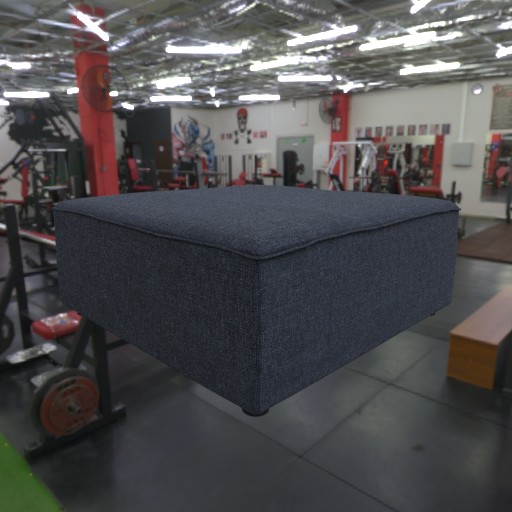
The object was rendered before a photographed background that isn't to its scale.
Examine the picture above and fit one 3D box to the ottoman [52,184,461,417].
[{"bbox_3d":[0.000,0.000,1.548,1.017,0.423,1.023,-13,18,-43],"label":"ottoman"}]
